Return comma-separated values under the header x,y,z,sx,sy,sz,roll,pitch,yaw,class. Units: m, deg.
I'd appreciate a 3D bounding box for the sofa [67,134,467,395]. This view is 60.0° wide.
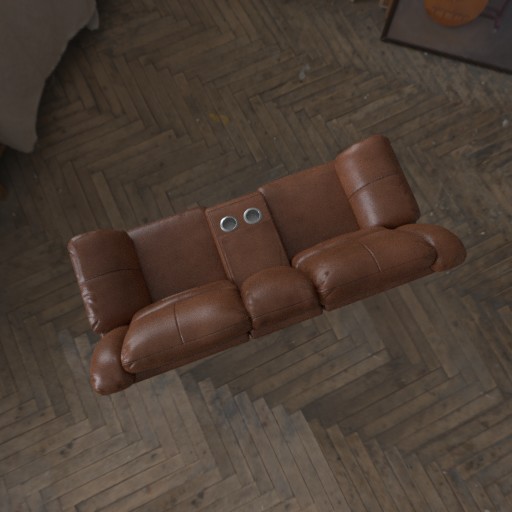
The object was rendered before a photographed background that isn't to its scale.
x,y,z,sx,sy,sz,roll,pitch,yaw,class
0.000,0.000,2.667,2.058,1.043,0.991,-19,77,-5,sofa
